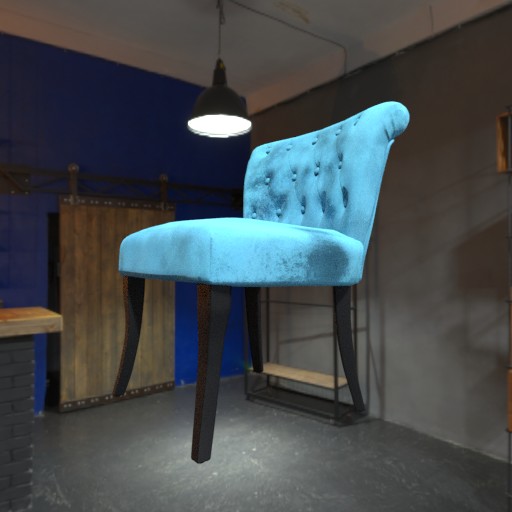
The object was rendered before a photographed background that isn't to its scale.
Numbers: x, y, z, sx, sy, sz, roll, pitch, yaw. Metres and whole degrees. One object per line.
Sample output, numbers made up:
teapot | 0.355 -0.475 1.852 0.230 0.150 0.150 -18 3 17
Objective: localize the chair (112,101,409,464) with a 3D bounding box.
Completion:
chair | 0.000 0.000 1.162 0.605 0.750 0.582 0 0 -35
